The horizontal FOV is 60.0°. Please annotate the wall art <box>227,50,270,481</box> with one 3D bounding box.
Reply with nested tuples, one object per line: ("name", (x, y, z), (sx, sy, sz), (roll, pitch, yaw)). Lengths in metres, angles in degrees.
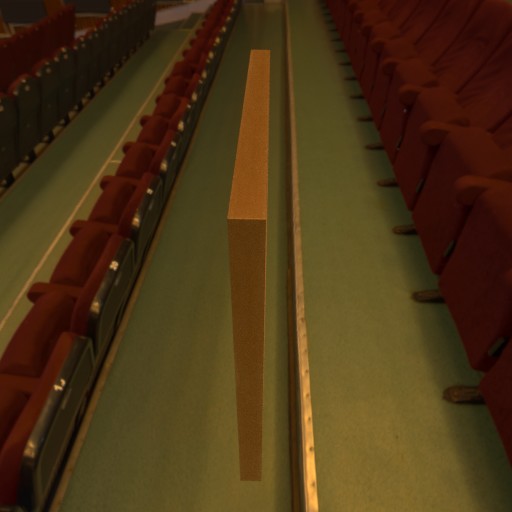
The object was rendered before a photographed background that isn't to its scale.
("wall art", (0.000, 0.000, 0.739), (0.033, 0.509, 0.510), (1, 40, 1))
